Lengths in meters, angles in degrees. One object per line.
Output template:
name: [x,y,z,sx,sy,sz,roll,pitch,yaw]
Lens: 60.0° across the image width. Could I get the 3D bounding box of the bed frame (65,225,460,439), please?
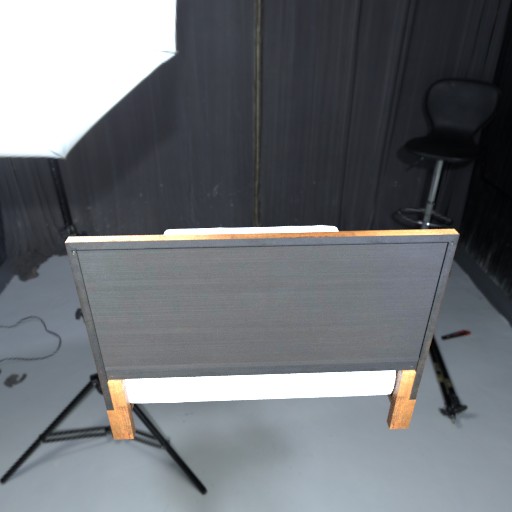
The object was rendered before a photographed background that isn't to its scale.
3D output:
bed frame: [0.000,0.000,3.632,2.038,1.537,2.235,-1,31,-2]
